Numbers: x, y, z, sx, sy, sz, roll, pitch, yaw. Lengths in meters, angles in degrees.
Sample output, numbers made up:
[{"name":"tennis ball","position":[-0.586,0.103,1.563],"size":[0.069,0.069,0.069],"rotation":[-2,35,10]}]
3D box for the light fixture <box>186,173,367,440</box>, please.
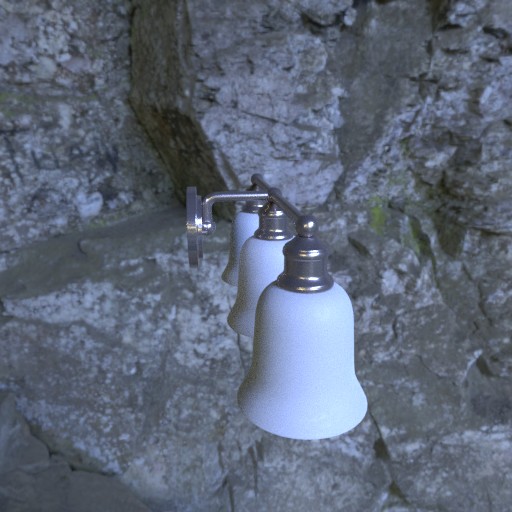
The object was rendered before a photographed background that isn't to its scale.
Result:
[{"name":"light fixture","position":[0.000,0.000,0.671],"size":[0.198,0.211,0.570],"rotation":[-2,16,-6]}]
